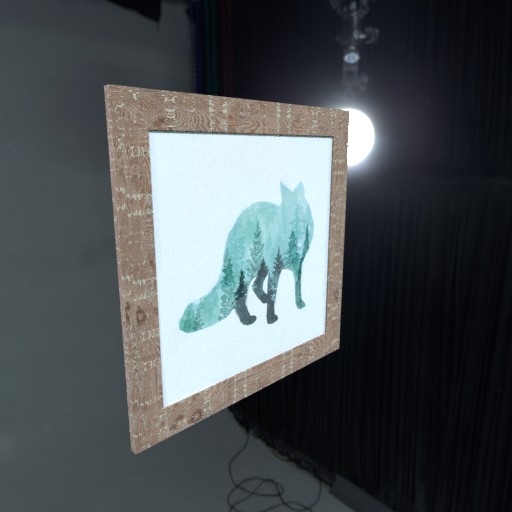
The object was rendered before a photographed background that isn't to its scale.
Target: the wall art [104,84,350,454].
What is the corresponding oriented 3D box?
[{"bbox_3d":[0.000,0.000,0.580,0.384,0.384,0.012,-13,19,-43],"label":"wall art"}]
